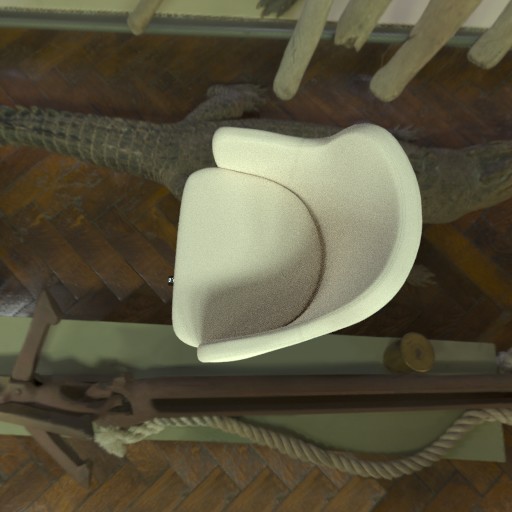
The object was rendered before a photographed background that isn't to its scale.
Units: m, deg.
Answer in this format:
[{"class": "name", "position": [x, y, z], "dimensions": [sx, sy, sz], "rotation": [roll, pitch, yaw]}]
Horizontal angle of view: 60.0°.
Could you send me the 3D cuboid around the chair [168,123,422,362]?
[{"class": "chair", "position": [0.000, 0.000, 1.252], "dimensions": [0.647, 0.819, 0.602], "rotation": [2, 75, 1]}]
